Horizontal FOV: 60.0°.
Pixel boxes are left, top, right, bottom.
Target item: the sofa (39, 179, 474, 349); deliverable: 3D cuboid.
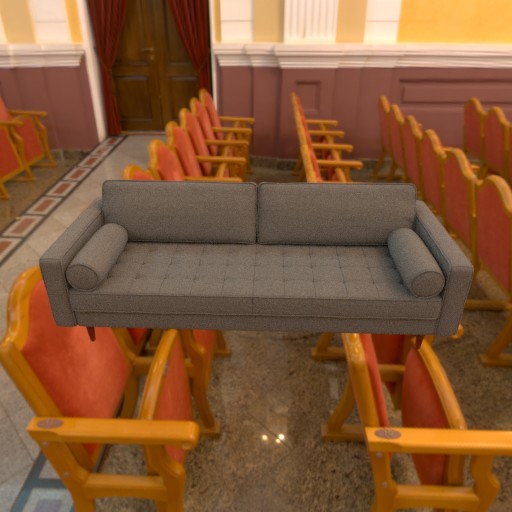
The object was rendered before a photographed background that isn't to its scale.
[{"bbox_3d":[0.000,0.000,2.678,2.198,0.762,0.914,1,29,2],"label":"sofa"}]
